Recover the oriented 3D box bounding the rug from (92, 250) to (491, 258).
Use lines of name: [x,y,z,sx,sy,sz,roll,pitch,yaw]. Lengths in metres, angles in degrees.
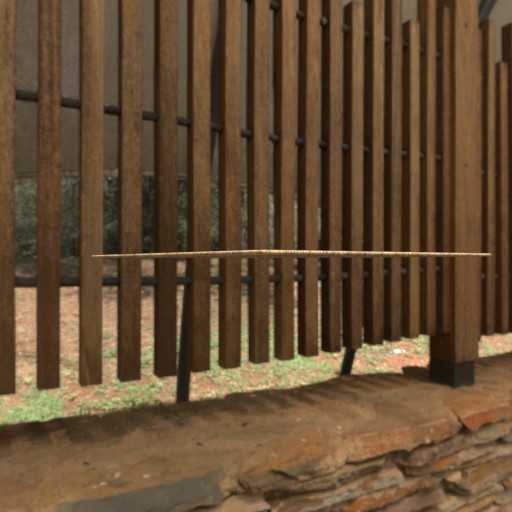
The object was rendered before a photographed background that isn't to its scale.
rug: [0.000,0.000,2.350,1.243,0.014,1.846,0,-1,-35]
